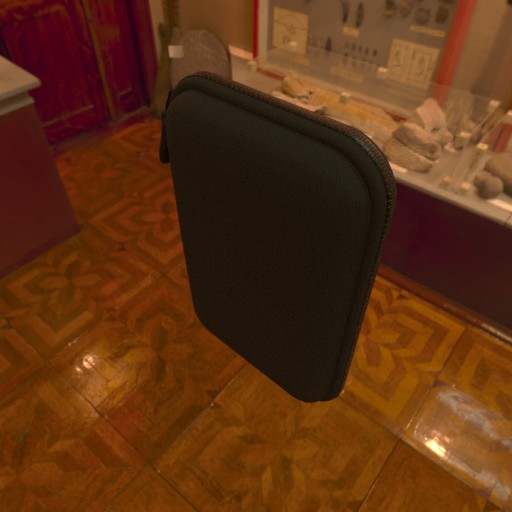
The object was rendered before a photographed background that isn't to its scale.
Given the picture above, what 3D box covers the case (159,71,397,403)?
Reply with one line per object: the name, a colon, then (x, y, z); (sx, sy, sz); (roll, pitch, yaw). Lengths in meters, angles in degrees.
case: (0.000, 0.000, 0.193); (0.107, 0.147, 0.030); (32, 53, 28)
